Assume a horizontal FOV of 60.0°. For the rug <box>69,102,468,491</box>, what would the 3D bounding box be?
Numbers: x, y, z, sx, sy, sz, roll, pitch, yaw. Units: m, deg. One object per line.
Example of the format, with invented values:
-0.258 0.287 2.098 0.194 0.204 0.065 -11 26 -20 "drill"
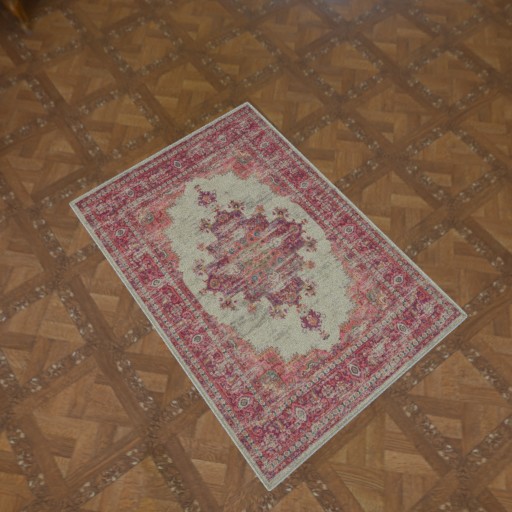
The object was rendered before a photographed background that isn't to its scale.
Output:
0.000 0.000 3.719 2.005 0.014 2.878 -35 69 -16 "rug"
